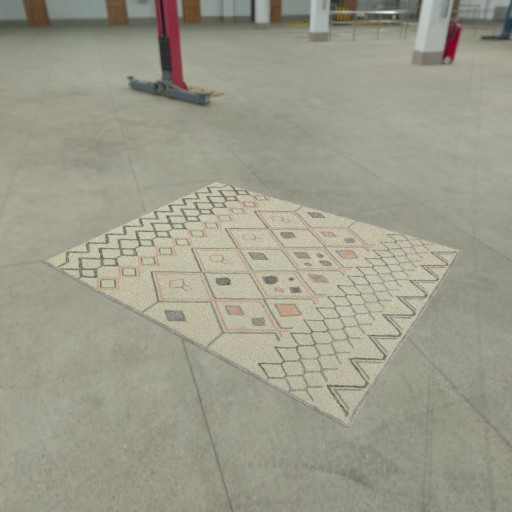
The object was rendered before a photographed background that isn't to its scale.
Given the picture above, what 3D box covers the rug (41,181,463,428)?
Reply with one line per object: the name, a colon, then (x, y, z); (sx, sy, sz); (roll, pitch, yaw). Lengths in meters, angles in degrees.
rug: (0.000, 0.000, 4.097); (3.050, 0.016, 2.441); (20, 36, 30)
